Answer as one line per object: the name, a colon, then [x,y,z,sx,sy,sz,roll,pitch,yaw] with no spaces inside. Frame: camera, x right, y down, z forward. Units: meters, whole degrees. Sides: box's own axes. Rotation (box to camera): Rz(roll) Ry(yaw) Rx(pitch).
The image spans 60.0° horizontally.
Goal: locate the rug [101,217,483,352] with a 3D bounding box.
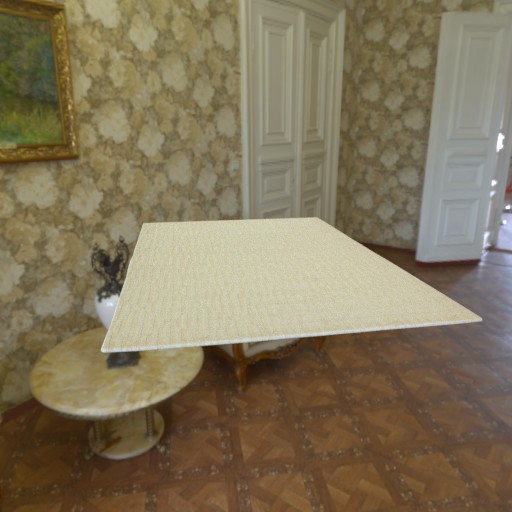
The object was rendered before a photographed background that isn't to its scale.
rug: [0.000,0.000,2.247,1.238,0.014,1.848,-3,16,-10]
